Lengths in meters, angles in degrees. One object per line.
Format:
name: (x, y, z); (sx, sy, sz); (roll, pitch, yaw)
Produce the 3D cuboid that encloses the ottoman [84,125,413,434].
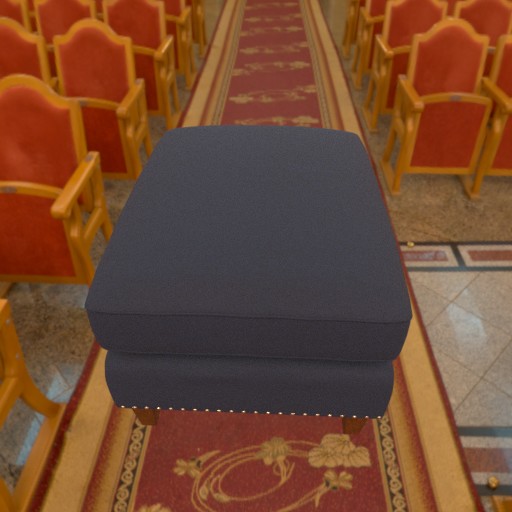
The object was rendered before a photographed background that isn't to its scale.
ottoman: (0.000, 0.000, 1.141); (0.584, 0.513, 0.741); (2, 40, 2)
